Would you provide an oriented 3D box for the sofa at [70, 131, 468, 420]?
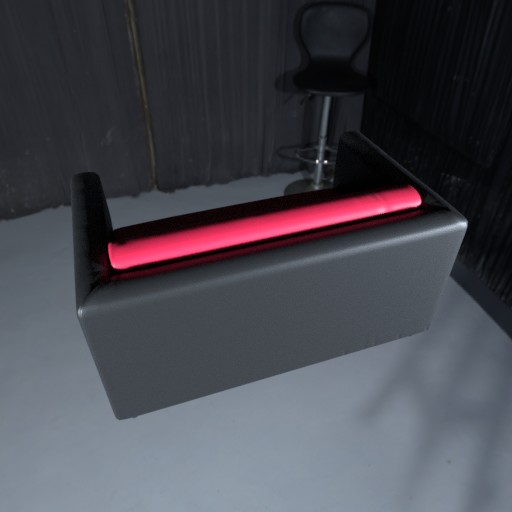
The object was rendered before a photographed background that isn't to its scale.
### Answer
[{"bbox_3d":[0.000,0.000,1.965,1.410,0.735,0.845,-12,41,-14],"label":"sofa"}]
